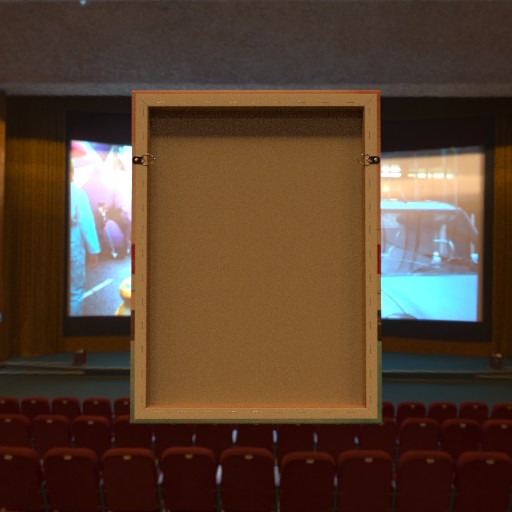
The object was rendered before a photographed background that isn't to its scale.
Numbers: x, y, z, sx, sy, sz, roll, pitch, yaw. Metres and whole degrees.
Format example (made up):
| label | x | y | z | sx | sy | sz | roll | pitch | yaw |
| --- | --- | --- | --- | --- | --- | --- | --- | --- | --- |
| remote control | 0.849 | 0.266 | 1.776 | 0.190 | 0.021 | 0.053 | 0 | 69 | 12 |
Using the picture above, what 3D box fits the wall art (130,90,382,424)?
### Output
| label | x | y | z | sx | sy | sz | roll | pitch | yaw |
| --- | --- | --- | --- | --- | --- | --- | --- | --- | --- |
| wall art | 0.000 | 0.000 | 1.364 | 0.761 | 1.016 | 0.039 | 0 | -1 | 0 |
